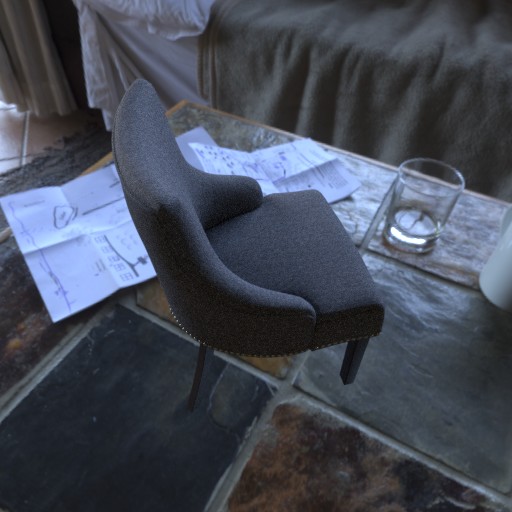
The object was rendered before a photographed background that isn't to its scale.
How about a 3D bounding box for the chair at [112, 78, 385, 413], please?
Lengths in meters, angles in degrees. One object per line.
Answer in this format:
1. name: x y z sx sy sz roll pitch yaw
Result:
1. chair: 0.000 0.000 1.301 0.629 0.909 0.566 -11 48 -10
